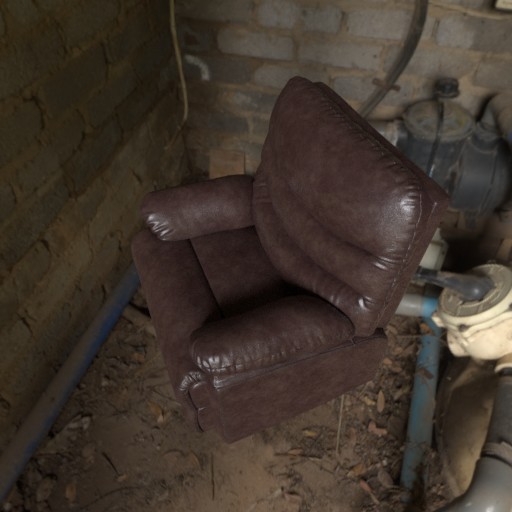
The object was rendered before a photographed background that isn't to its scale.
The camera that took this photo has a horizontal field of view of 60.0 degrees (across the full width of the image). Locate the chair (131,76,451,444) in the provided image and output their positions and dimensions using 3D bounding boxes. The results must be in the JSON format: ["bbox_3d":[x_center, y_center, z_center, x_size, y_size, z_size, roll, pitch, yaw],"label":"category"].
[{"bbox_3d":[0.000,0.000,1.704,0.879,1.041,0.940,-17,49,-15],"label":"chair"}]
